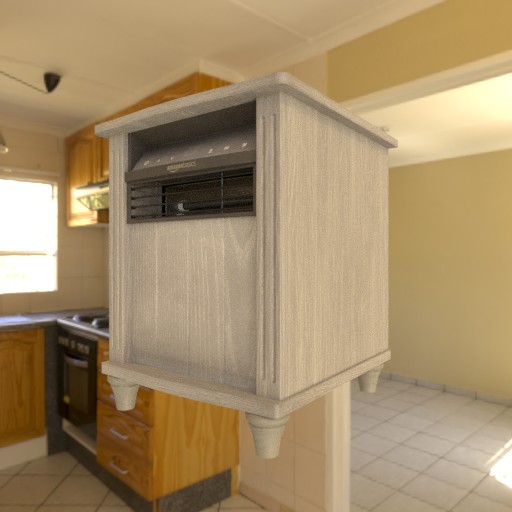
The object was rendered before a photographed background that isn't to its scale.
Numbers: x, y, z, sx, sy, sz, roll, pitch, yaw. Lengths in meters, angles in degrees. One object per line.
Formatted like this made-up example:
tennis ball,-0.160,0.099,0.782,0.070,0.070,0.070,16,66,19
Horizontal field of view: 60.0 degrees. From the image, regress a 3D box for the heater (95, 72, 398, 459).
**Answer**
heater,0.000,0.000,0.750,0.362,0.481,0.400,0,0,37
